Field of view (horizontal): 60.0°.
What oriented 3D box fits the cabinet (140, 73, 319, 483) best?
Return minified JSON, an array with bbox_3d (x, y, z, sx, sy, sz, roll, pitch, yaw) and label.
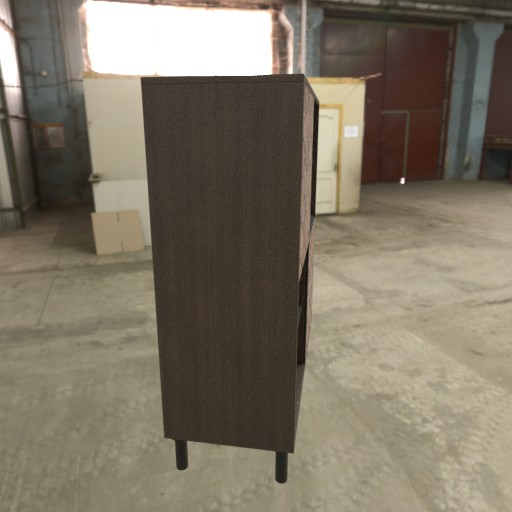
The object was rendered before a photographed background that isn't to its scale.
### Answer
[{"bbox_3d":[0.000,0.000,1.690,0.400,1.170,1.010,3,16,9],"label":"cabinet"}]
